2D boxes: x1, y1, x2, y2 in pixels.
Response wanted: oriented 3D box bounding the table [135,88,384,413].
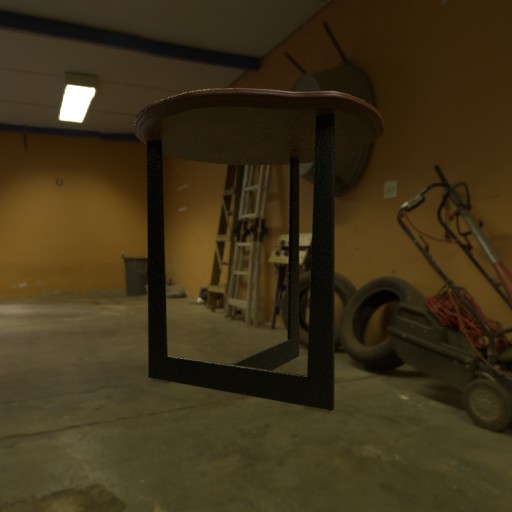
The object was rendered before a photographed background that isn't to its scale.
[{"bbox_3d":[0.000,0.000,0.864,0.477,0.476,0.494,0,1,18],"label":"table"}]
